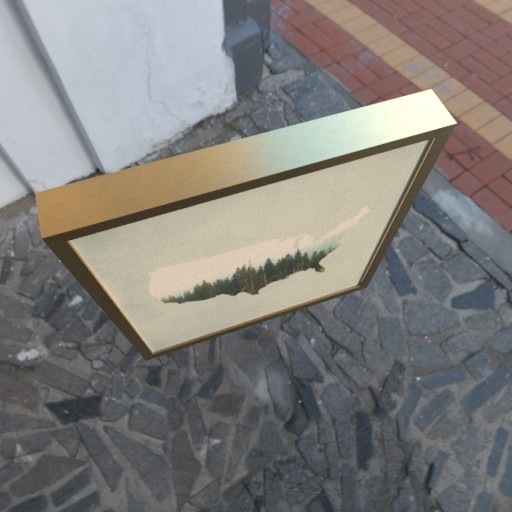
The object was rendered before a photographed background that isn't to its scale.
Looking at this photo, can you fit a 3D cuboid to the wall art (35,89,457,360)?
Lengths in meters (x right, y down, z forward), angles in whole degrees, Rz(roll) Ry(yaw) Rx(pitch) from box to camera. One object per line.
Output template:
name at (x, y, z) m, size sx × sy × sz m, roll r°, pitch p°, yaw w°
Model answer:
wall art at (0.000, 0.000, 0.450) m, size 0.304 × 0.304 × 0.038 m, roll -17°, pitch 63°, yaw -9°
